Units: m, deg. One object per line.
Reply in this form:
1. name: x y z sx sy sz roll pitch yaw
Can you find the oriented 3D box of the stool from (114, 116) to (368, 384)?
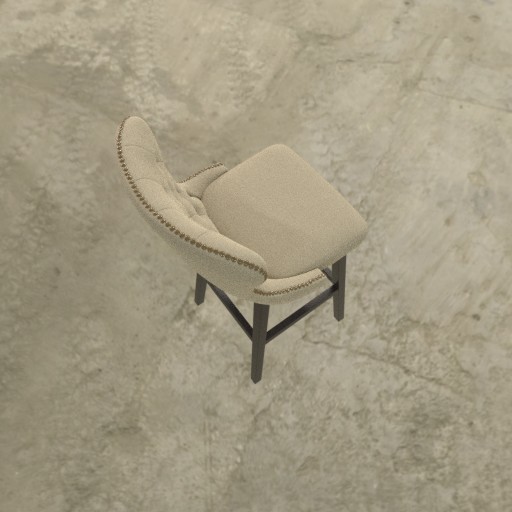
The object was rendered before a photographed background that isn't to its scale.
1. stool: 0.000 0.000 1.434 0.605 1.066 0.528 -33 65 -17
